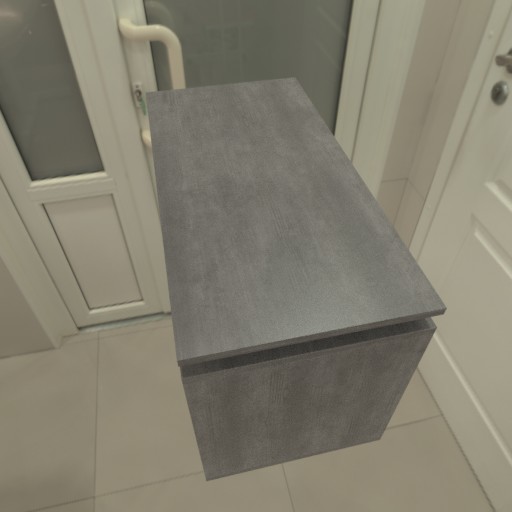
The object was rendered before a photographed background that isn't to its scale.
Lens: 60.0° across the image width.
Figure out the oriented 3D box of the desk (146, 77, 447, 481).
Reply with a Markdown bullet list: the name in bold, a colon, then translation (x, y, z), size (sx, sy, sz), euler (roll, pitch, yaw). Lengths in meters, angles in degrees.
- **desk**: translation (0.000, 0.000, 1.613), size (0.600, 0.740, 1.200), euler (-9, 47, -9)
